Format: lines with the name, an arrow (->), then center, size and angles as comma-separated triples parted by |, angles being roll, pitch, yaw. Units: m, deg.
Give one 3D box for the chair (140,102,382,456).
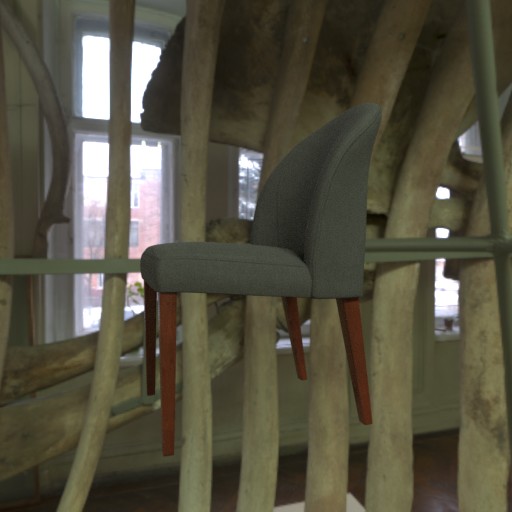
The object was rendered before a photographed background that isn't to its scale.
chair -> 0.000, 0.000, 1.265 | 0.619, 0.879, 0.506 | 0, 2, -19
